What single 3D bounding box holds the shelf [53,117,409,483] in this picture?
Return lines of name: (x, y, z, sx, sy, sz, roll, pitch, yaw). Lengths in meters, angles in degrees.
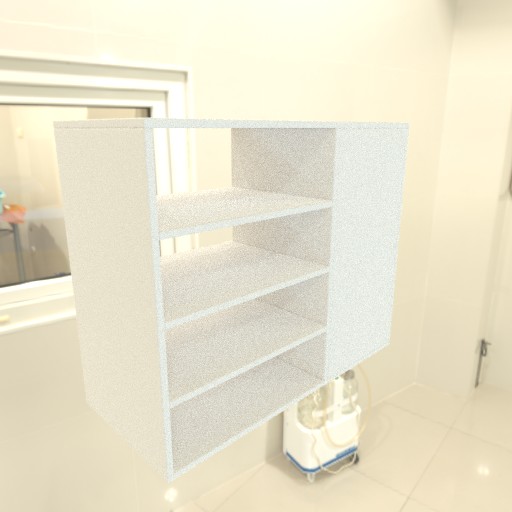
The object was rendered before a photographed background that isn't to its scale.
shelf: (0.000, 0.000, 1.262, 0.895, 0.732, 0.396, -15, 22, -42)
